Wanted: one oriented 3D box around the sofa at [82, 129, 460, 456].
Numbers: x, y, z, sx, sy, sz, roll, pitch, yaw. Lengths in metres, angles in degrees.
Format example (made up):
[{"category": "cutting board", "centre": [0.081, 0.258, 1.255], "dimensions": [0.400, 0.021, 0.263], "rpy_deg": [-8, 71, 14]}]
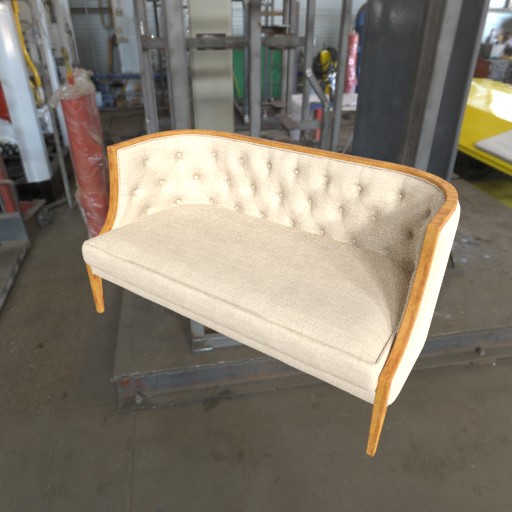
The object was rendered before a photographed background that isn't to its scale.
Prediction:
[{"category": "sofa", "centre": [0.000, 0.000, 1.910], "dimensions": [1.474, 0.775, 0.770], "rpy_deg": [19, 35, 29]}]
